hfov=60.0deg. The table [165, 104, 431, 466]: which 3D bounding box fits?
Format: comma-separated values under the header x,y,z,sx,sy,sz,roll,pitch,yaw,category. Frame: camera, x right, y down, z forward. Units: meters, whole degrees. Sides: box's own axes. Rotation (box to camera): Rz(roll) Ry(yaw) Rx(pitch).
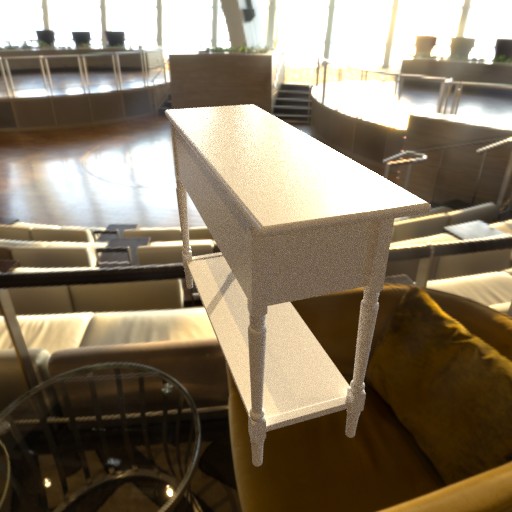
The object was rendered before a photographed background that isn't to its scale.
x,y,z,sx,sy,sz,roll,pitch,yaw,category
0.000,0.000,1.575,0.386,0.814,1.191,-9,30,-16,table
